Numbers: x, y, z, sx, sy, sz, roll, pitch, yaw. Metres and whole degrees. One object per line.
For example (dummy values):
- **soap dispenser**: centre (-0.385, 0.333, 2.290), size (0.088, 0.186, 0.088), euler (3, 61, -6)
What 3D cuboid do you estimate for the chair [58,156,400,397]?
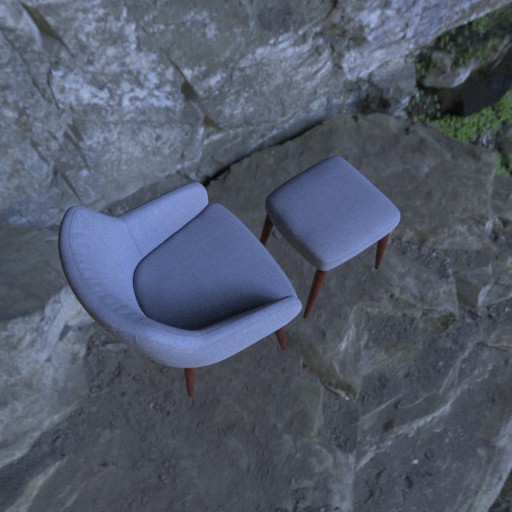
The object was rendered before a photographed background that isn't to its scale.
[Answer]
- **chair**: centre (0.000, 0.000, 1.567), size (1.107, 0.799, 0.584), euler (-32, 64, -17)
